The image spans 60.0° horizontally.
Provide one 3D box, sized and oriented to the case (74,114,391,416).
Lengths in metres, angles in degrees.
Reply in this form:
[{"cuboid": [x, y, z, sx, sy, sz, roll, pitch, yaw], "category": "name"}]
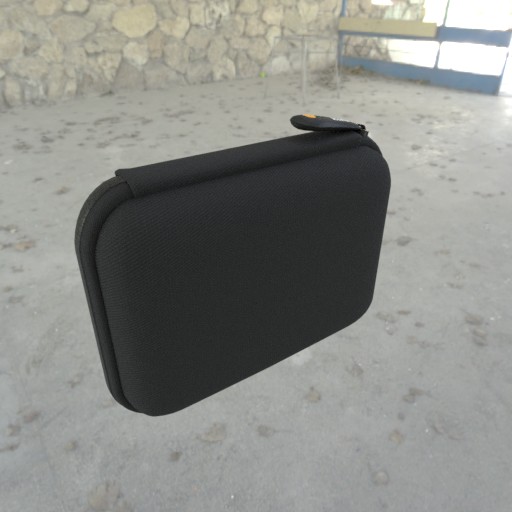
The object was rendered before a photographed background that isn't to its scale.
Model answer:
[{"cuboid": [0.000, 0.000, 0.178, 0.132, 0.105, 0.038, -19, 35, -30], "category": "case"}]
